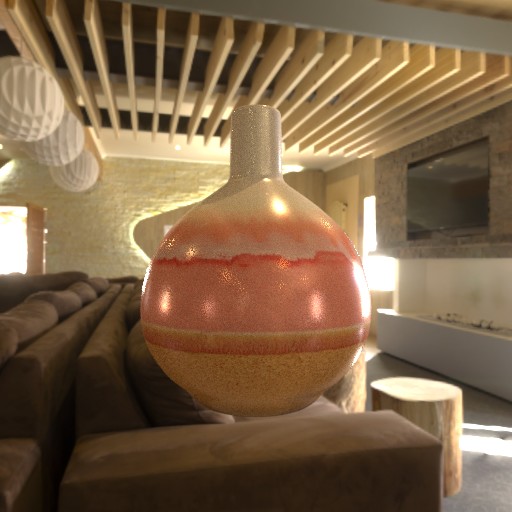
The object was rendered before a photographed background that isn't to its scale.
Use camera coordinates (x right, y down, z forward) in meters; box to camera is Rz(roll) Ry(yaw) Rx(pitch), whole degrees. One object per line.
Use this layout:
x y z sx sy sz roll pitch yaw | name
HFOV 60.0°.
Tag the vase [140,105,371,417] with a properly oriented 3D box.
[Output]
0.000 0.000 0.271 0.137 0.176 0.137 0 0 0 | vase
